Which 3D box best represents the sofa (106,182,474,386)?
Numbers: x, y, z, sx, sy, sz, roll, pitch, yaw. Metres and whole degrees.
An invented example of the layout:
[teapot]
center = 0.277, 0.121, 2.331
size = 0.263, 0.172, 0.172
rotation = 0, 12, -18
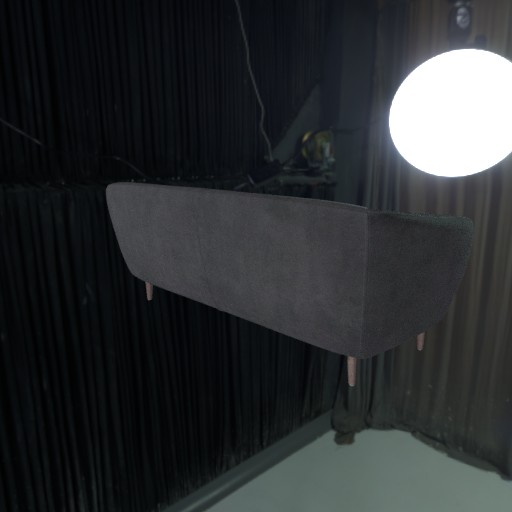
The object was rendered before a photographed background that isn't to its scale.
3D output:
[sofa]
center = 0.000, 0.000, 2.727
size = 0.956, 0.875, 2.296
rotation = -13, 18, -43
